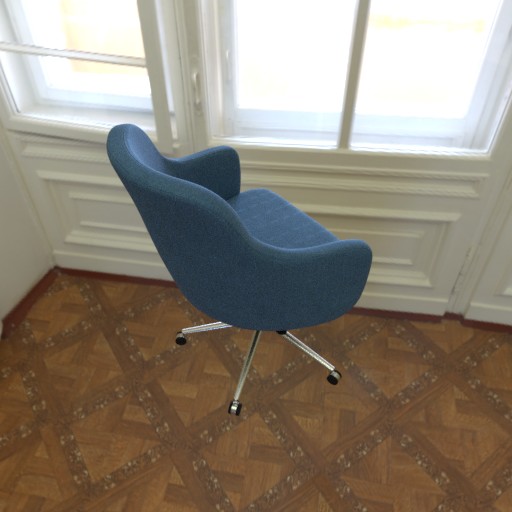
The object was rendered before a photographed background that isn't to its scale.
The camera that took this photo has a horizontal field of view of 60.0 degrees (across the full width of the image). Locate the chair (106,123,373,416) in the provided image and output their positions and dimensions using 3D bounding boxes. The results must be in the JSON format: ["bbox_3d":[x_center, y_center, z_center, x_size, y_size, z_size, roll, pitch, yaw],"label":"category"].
[{"bbox_3d":[0.000,0.000,1.257,0.655,0.820,0.599,-26,48,-26],"label":"chair"}]
